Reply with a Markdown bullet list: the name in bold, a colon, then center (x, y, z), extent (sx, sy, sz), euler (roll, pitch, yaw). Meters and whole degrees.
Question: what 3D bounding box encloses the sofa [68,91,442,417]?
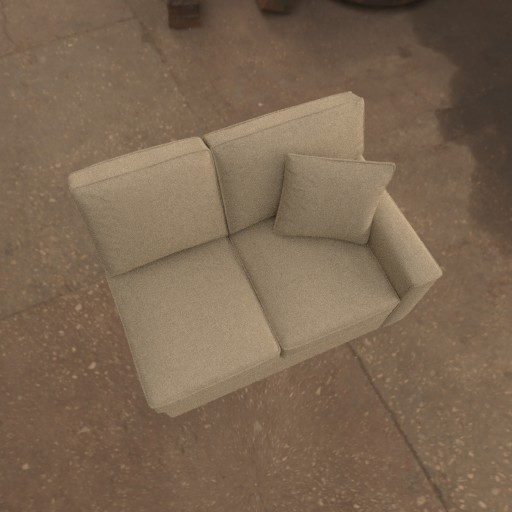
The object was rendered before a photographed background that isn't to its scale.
- **sofa**: center (0.000, 0.000, 2.142), extent (1.388, 0.989, 0.991), euler (-21, 65, -10)
